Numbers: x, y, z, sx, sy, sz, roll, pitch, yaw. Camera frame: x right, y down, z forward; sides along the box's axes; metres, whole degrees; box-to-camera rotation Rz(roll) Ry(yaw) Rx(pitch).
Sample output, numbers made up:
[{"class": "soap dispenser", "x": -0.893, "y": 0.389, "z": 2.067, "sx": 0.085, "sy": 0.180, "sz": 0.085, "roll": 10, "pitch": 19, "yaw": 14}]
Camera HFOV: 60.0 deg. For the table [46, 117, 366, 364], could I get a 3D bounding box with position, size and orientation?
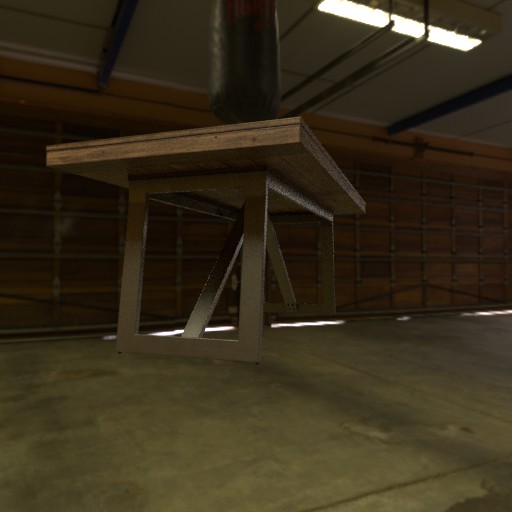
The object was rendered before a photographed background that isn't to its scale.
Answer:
[{"class": "table", "x": 0.000, "y": 0.000, "z": 2.300, "sx": 0.931, "sy": 0.757, "sz": 1.867, "roll": 0, "pitch": -1, "yaw": 19}]
